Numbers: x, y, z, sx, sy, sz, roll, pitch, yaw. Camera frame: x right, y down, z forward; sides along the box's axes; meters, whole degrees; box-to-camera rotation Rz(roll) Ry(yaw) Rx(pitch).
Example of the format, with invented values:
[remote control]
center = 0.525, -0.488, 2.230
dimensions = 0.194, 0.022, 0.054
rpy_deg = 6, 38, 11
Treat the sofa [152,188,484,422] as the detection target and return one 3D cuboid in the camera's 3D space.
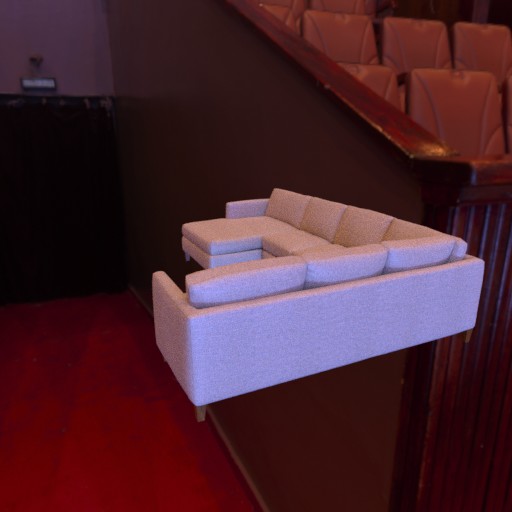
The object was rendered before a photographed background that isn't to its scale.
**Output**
[sofa]
center = 0.000, 0.000, 4.661
dimensions = 2.594, 0.961, 3.460
rpy_deg = -8, 19, -25
